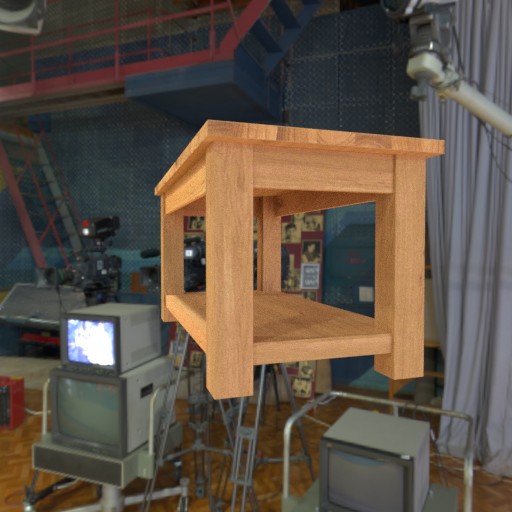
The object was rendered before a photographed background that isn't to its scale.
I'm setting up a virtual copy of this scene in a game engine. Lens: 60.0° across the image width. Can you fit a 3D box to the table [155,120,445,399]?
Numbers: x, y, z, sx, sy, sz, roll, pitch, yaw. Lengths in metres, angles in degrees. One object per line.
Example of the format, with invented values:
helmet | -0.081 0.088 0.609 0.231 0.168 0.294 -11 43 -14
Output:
table | 0.000 0.000 1.192 0.450 0.452 0.899 -1 2 -18
